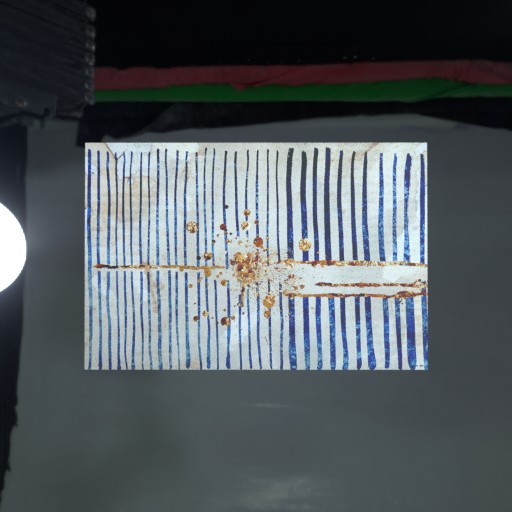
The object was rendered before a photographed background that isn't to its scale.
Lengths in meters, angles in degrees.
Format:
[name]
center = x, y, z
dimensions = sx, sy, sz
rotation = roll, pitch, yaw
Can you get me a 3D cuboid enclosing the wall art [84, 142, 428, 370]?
[wall art]
center = 0.000, 0.000, 1.203
dimensions = 0.919, 0.609, 0.030
rotation = 0, -1, 0
